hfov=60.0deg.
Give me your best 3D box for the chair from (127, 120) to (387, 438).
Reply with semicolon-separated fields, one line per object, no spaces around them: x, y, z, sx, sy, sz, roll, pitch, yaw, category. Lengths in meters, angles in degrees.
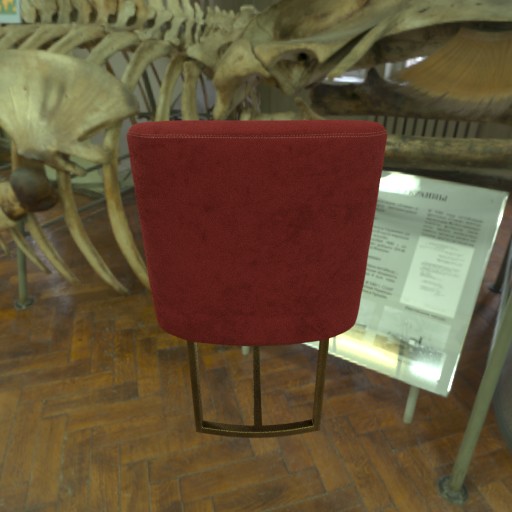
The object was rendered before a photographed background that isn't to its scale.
0.000;0.000;1.195;0.530;0.824;0.560;0;30;-1;chair
